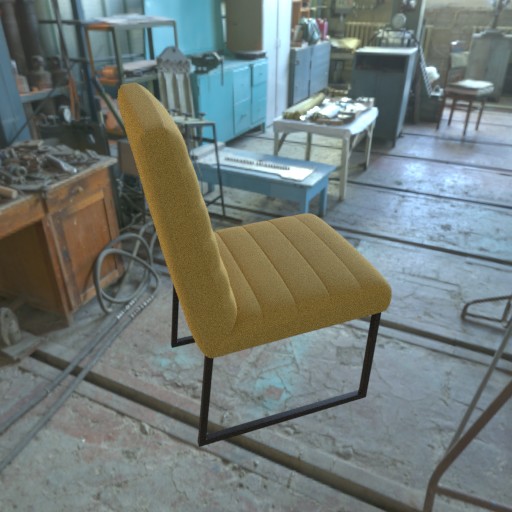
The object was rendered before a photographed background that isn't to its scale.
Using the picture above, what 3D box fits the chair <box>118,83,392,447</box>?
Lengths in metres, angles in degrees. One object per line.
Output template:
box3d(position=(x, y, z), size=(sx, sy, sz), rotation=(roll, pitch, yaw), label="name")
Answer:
box3d(position=(0.000, 0.000, 1.309), size=(0.634, 0.930, 0.520), rotation=(-10, 32, -17), label="chair")
